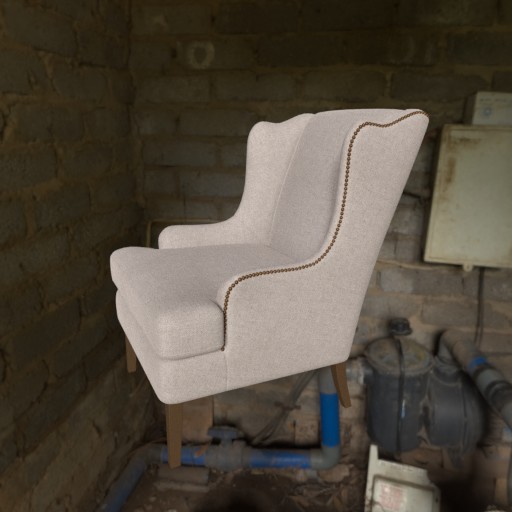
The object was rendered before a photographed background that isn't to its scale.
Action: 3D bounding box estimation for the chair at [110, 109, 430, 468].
[{"bbox_3d":[0.000,0.000,1.621,0.940,1.029,0.737,-8,18,-26],"label":"chair"}]
